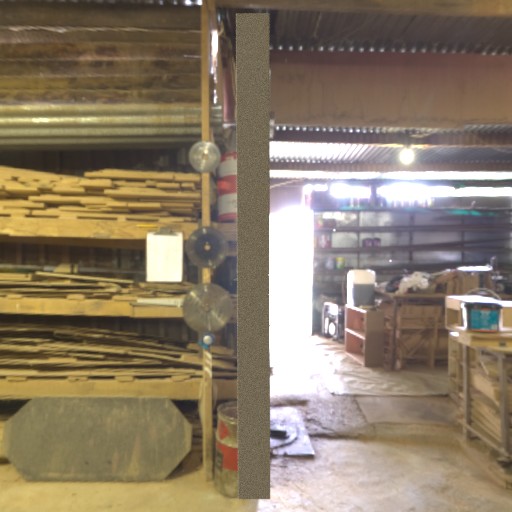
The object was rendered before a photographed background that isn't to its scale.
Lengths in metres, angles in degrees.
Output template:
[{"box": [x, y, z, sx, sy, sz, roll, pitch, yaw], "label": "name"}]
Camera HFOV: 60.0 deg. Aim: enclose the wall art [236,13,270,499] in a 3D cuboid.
[{"box": [0.000, 0.000, 0.730, 0.039, 0.553, 0.451, 0, 0, 1], "label": "wall art"}]
